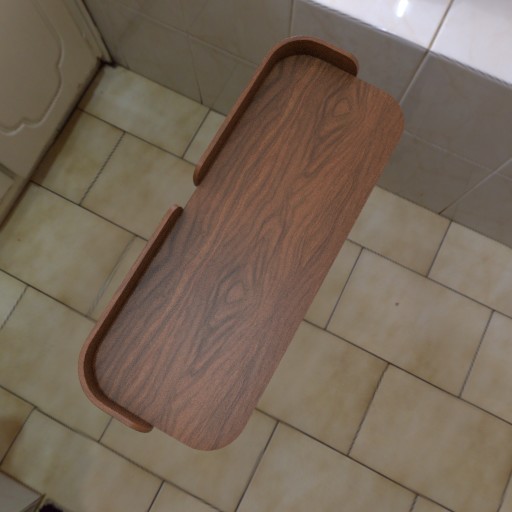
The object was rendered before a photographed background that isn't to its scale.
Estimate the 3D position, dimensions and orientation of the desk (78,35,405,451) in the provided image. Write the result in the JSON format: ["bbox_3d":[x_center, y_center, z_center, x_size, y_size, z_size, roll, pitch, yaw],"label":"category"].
[{"bbox_3d":[0.000,0.000,1.647,0.486,0.800,1.256,29,80,6],"label":"desk"}]
